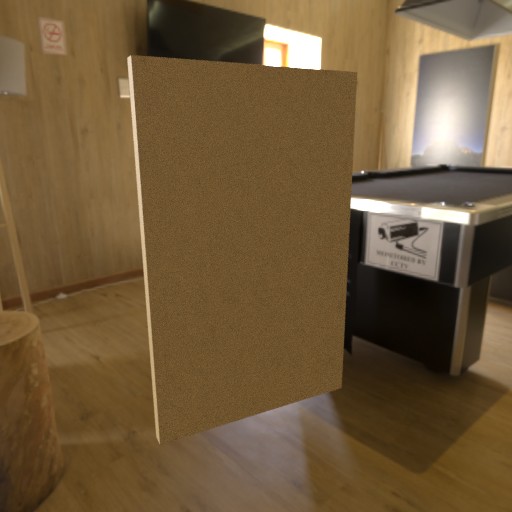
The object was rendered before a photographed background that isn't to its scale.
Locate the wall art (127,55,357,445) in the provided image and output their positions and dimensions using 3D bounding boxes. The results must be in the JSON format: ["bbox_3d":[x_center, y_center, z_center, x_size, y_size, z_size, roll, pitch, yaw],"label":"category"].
[{"bbox_3d":[0.000,0.000,1.016,0.510,0.810,0.039,-8,17,-26],"label":"wall art"}]
